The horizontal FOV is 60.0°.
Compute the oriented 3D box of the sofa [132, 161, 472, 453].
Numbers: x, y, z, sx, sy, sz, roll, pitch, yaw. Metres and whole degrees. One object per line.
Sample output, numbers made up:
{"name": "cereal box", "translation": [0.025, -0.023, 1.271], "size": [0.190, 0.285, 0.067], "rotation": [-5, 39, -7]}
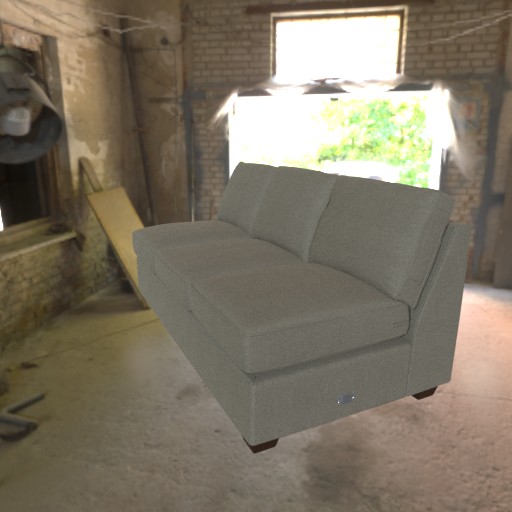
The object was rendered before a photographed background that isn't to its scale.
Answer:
{"name": "sofa", "translation": [0.000, 0.000, 2.703], "size": [1.127, 1.036, 2.092], "rotation": [-7, 17, -25]}
